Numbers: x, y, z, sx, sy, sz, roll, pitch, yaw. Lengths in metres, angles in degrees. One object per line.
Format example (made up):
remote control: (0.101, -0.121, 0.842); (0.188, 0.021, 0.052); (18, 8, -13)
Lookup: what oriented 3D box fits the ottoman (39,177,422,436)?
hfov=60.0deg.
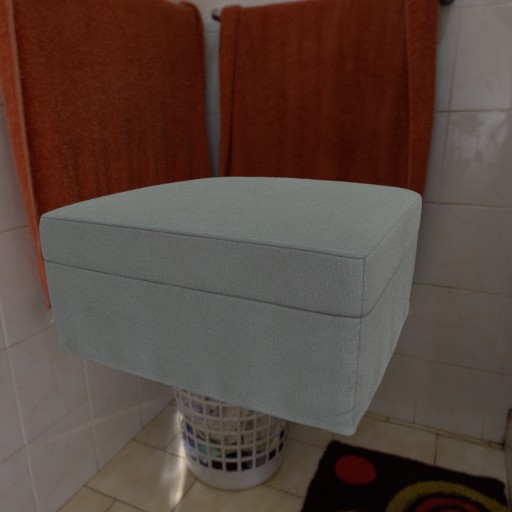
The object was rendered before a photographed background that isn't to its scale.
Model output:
ottoman: (0.000, 0.000, 1.323); (0.843, 0.441, 0.842); (8, 18, 25)
